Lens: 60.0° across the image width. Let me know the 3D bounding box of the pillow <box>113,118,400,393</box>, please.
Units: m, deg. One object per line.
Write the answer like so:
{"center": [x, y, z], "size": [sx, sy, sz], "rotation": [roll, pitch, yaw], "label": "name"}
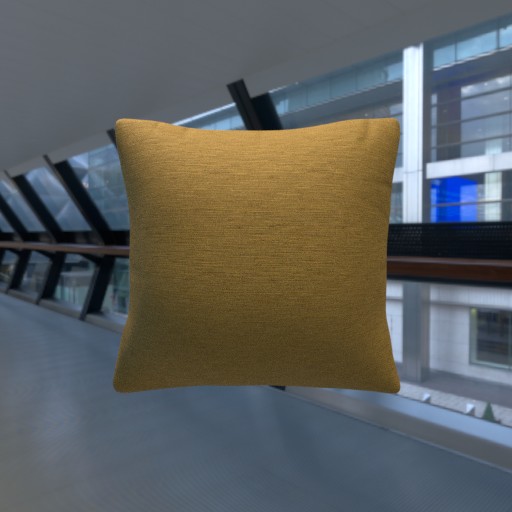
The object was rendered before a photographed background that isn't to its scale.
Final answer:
{"center": [0.000, 0.000, 0.674], "size": [0.435, 0.417, 0.247], "rotation": [0, 1, 1], "label": "pillow"}
